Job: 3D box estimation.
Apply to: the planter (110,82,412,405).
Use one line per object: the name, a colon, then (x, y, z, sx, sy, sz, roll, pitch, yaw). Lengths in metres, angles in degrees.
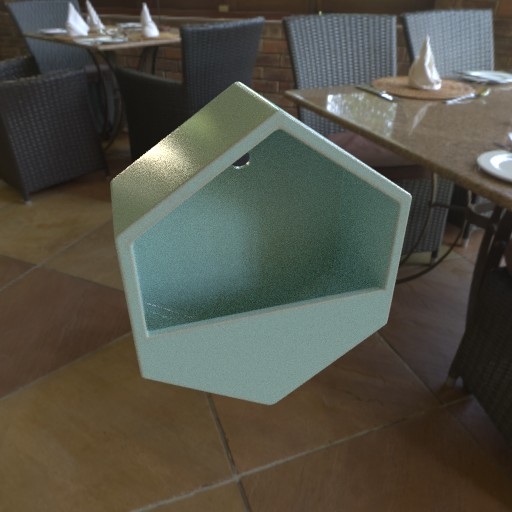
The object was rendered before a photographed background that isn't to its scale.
planter: (0.000, 0.000, 0.295, 0.169, 0.207, 0.078, -9, 33, -15)
